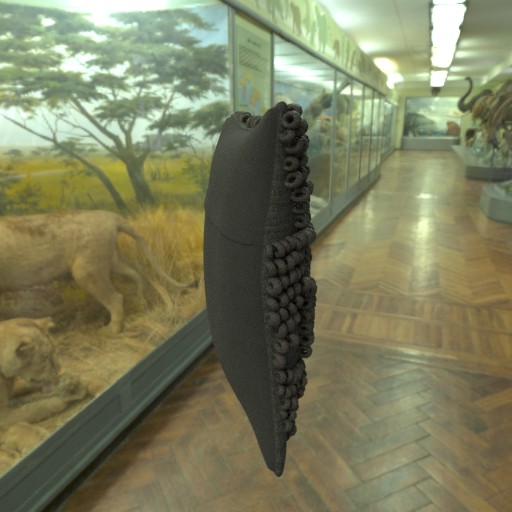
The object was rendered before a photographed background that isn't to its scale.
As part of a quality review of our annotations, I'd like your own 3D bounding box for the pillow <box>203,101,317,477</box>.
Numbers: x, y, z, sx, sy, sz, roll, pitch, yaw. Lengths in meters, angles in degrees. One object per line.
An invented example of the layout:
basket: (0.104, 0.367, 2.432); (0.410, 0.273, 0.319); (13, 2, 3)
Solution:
pillow: (0.000, 0.000, 0.734); (0.172, 0.467, 0.470); (-3, 17, -9)
